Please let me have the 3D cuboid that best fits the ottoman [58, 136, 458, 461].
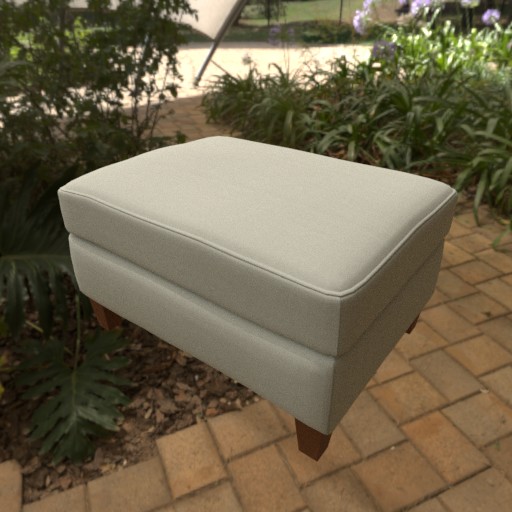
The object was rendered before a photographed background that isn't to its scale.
[{"bbox_3d":[0.000,0.000,1.189,0.818,0.496,0.634,21,36,32],"label":"ottoman"}]
